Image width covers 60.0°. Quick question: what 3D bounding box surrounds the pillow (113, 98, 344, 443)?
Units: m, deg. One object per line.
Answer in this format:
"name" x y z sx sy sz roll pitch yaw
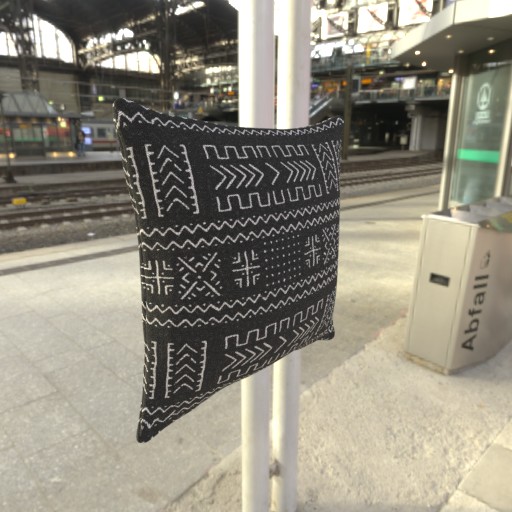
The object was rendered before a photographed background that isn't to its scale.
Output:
"pillow" 0.000 0.000 0.675 0.164 0.430 0.438 14 20 42
